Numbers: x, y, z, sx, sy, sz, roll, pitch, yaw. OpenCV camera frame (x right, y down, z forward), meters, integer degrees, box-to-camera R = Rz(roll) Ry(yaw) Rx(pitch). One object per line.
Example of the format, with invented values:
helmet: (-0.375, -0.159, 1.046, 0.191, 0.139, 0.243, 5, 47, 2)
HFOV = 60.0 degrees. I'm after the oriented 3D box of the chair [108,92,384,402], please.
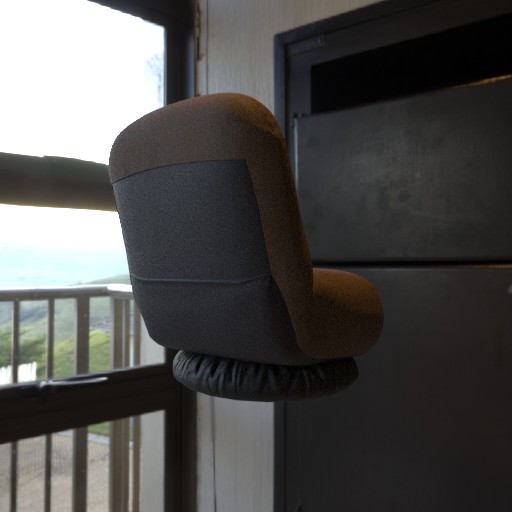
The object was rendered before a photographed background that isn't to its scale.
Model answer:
chair: (0.000, 0.000, 1.052, 0.521, 0.594, 0.597, -1, -2, 37)
